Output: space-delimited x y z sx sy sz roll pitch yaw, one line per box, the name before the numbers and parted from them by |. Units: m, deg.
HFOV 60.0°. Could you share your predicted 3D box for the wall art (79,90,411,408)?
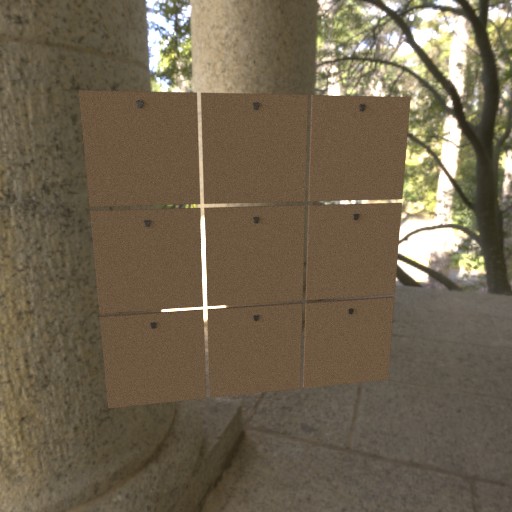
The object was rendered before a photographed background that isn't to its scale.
wall art | 0.000 0.000 1.763 1.221 1.218 0.019 -3 14 -10
